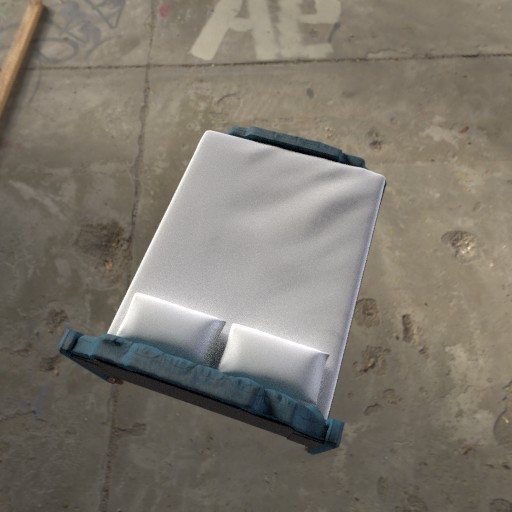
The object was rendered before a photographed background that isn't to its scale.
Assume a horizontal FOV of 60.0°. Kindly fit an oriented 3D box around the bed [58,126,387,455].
[{"bbox_3d":[0.000,0.000,3.347,1.676,1.351,2.322,16,65,8],"label":"bed"}]
